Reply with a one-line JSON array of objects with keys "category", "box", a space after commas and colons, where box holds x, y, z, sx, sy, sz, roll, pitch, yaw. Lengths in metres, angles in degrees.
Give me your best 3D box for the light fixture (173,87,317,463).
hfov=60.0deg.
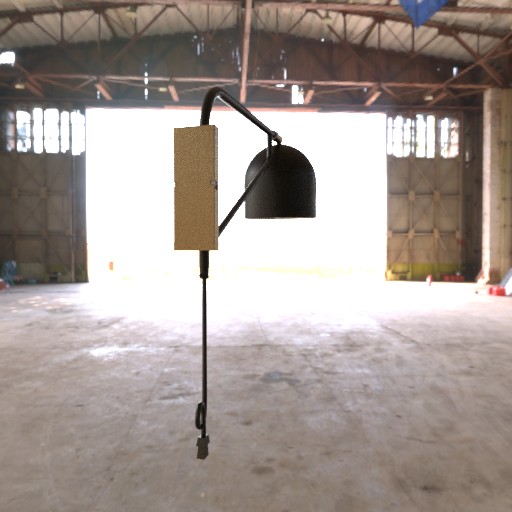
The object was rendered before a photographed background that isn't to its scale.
[{"category": "light fixture", "box": [0.000, 0.000, 1.075, 0.215, 0.696, 0.720, 0, 1, 16]}]
